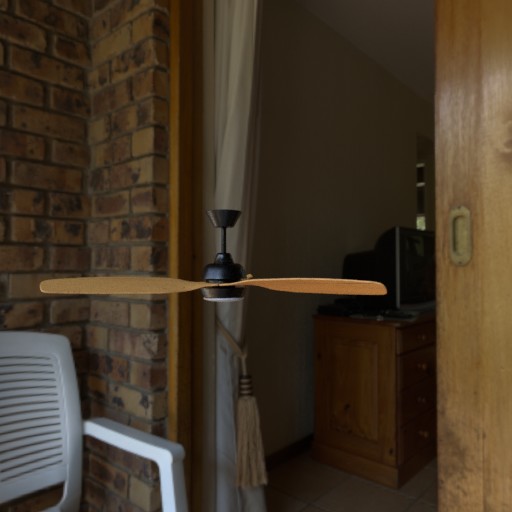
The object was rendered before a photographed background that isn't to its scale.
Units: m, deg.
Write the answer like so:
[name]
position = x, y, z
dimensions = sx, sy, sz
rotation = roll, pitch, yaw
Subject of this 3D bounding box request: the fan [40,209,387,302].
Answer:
[fan]
position = 0.000, 0.000, 1.671
dimensions = 1.010, 0.355, 1.142
rotation = -1, -1, 35
